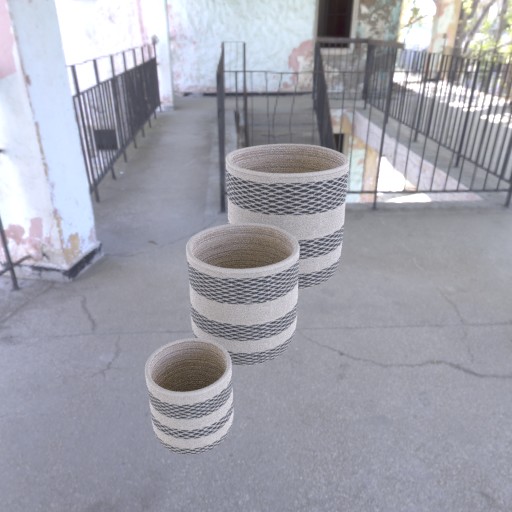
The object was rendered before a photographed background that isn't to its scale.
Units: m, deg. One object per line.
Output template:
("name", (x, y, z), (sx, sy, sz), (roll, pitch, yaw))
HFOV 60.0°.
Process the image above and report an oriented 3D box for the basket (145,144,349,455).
("basket", (0.000, 0.000, 1.092), (0.351, 0.356, 0.917), (9, 29, 16))
